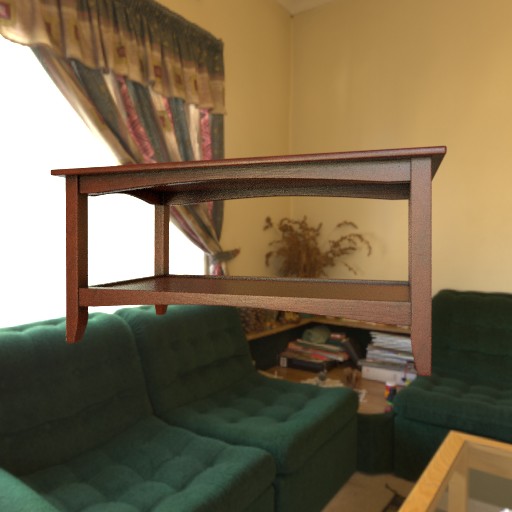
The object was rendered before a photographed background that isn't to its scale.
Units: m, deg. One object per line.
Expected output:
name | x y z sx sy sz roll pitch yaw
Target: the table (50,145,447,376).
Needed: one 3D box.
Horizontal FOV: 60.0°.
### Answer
table | 0.000 0.000 1.254 0.943 0.456 0.533 1 3 18
